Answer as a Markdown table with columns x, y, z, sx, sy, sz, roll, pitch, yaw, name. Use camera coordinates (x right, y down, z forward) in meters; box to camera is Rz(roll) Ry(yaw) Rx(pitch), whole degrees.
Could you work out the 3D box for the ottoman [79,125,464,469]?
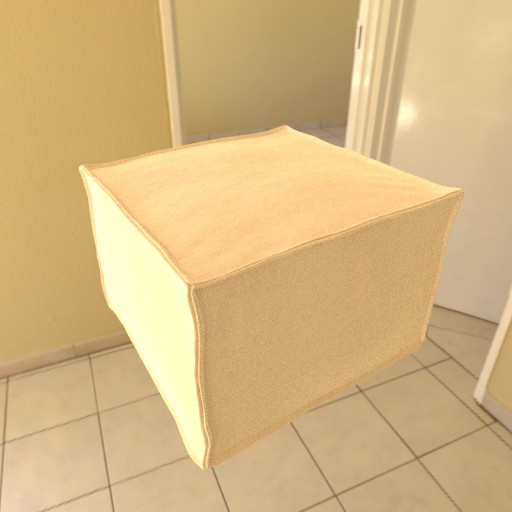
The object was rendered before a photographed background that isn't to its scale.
| x | y | z | sx | sy | sz | roll | pitch | yaw | name |
| --- | --- | --- | --- | --- | --- | --- | --- | --- | --- |
| 0.000 | 0.000 | 1.161 | 0.707 | 0.470 | 0.696 | -19 | 36 | -28 | ottoman |
